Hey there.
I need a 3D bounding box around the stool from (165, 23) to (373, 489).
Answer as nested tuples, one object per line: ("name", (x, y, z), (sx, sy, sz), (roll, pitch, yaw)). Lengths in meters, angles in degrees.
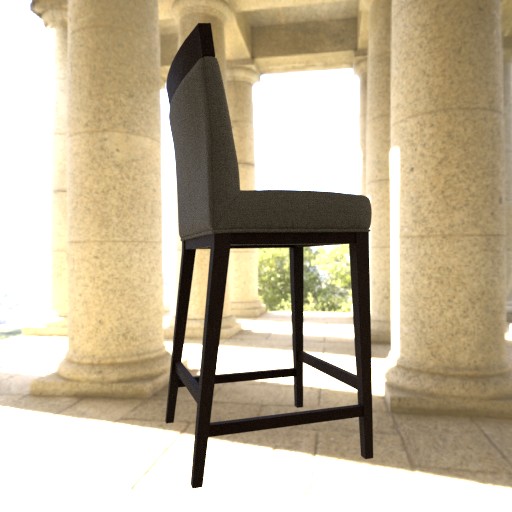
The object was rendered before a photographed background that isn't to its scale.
("stool", (0.000, 0.000, 1.368), (0.531, 1.117, 0.511), (0, -1, -19))
